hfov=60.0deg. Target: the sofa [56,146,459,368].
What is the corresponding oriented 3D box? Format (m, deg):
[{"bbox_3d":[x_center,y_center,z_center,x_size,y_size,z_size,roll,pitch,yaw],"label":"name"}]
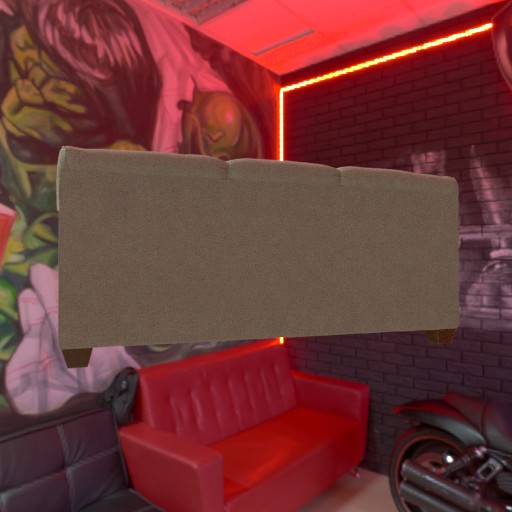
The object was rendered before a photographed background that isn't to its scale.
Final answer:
[{"bbox_3d":[0.000,0.000,2.560,2.024,0.958,0.997,0,-1,-18],"label":"sofa"}]
